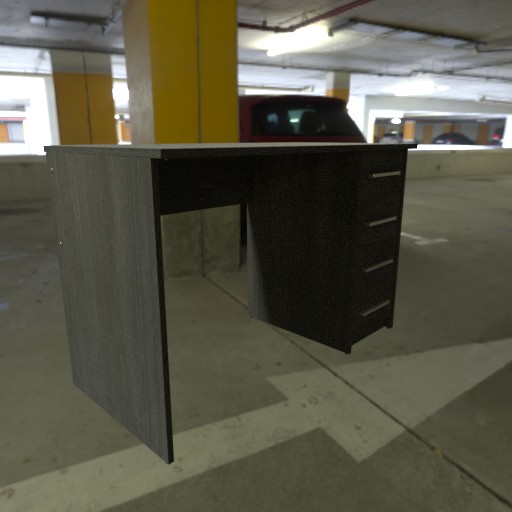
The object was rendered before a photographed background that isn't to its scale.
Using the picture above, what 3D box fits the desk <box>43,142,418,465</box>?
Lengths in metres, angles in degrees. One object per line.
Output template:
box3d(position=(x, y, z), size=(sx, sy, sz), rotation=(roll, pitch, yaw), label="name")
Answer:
box3d(position=(0.000, 0.000, 1.493), size=(0.560, 0.730, 1.096), rotation=(14, 20, 42), label="desk")
